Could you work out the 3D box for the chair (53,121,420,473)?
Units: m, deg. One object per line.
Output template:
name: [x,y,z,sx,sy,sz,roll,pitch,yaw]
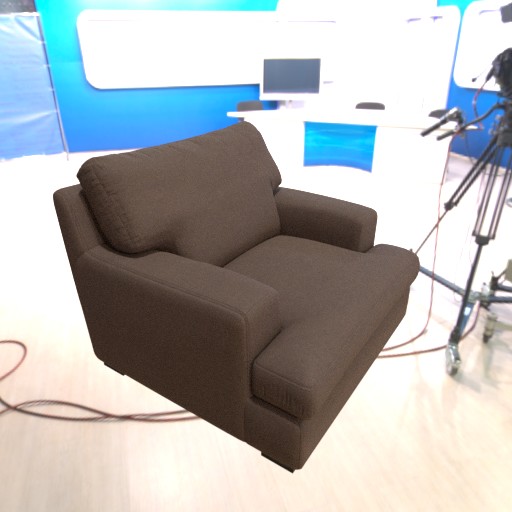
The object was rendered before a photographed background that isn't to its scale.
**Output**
chair: [0.000,0.000,1.924,1.143,0.940,1.168,17,31,30]
